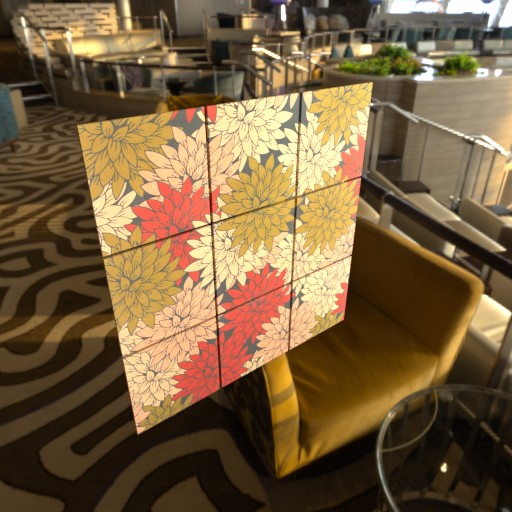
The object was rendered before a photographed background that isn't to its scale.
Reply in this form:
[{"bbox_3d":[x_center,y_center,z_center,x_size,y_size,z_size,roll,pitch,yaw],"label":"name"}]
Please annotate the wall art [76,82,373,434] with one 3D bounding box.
[{"bbox_3d":[0.000,0.000,2.264,1.519,1.534,0.013,-21,36,-32],"label":"wall art"}]
